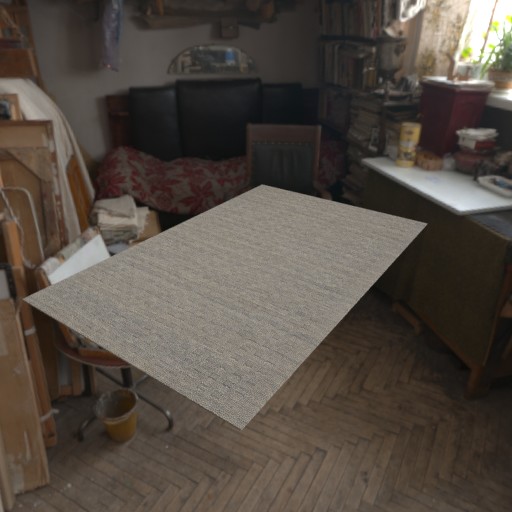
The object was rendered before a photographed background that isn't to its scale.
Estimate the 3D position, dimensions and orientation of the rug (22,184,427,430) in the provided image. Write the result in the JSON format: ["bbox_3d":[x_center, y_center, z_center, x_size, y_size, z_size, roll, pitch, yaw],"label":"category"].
[{"bbox_3d":[0.000,0.000,2.183,1.142,0.006,1.752,19,34,31],"label":"rug"}]
